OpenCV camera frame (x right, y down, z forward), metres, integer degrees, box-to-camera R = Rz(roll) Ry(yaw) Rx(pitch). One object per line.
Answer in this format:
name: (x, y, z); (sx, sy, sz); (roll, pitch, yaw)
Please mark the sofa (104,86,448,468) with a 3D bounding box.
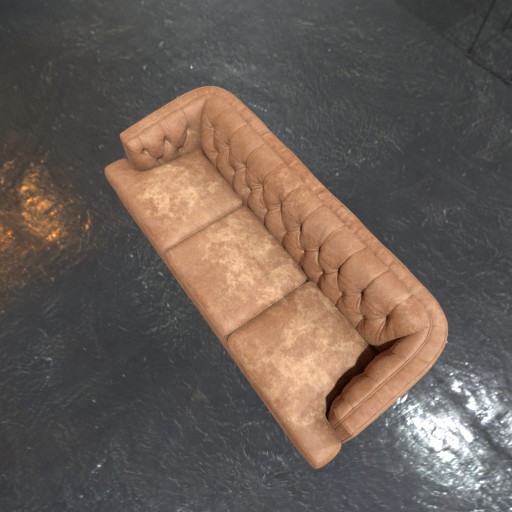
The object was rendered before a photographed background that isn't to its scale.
sofa: (0.000, 0.000, 2.693); (0.922, 0.791, 2.257); (-33, 67, -16)
